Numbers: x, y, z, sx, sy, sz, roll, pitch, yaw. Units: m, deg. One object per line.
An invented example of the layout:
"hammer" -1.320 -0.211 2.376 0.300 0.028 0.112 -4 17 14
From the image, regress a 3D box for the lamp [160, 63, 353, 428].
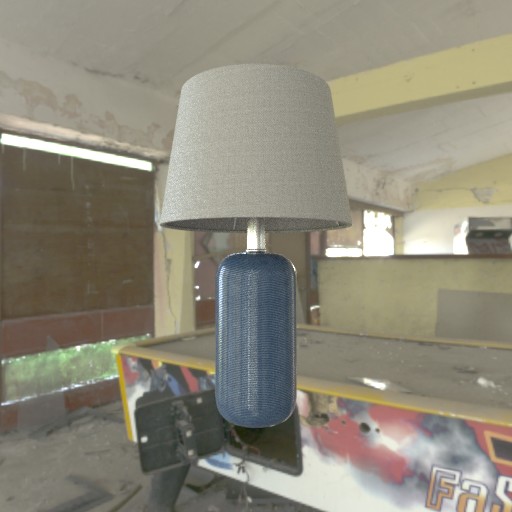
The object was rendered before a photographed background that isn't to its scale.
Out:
"lamp" 0.000 0.000 0.593 0.253 0.428 0.253 0 -1 0
